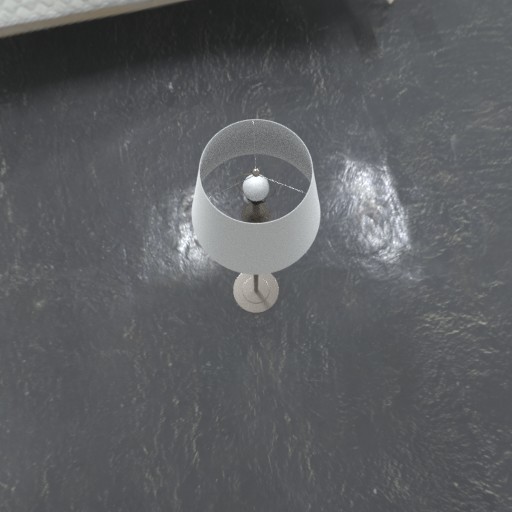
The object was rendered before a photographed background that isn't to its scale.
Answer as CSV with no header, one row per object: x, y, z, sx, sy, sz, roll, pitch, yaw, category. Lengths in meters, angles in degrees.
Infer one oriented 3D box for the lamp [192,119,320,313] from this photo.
0.000,0.000,1.685,0.355,1.473,0.355,0,75,0,lamp
